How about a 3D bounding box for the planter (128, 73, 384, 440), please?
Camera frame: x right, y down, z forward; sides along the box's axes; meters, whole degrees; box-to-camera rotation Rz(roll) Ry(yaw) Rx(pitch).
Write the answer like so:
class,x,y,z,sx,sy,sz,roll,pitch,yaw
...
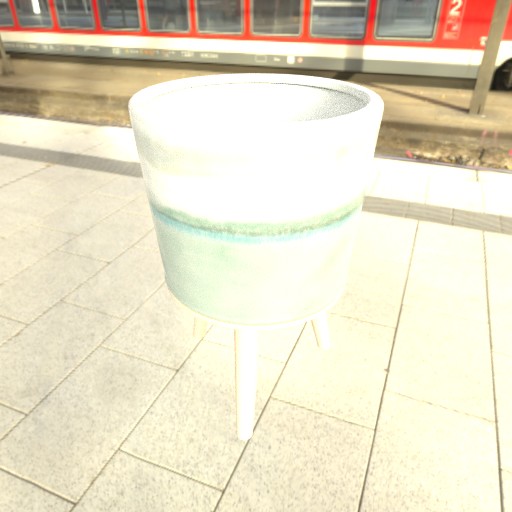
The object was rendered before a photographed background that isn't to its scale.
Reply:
class,x,y,z,sx,sy,sz,roll,pitch,yaw
planter,0.000,0.000,0.575,0.265,0.404,0.265,11,33,17
